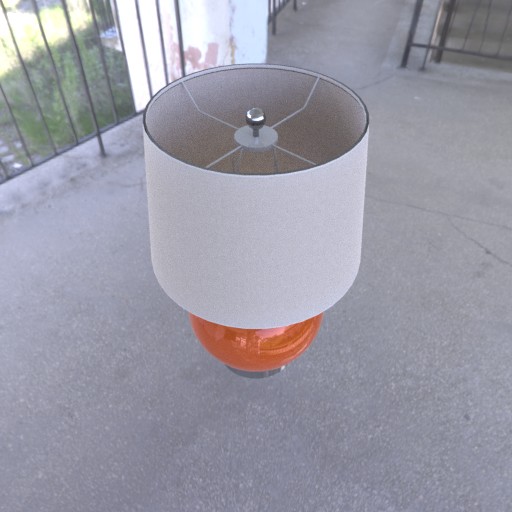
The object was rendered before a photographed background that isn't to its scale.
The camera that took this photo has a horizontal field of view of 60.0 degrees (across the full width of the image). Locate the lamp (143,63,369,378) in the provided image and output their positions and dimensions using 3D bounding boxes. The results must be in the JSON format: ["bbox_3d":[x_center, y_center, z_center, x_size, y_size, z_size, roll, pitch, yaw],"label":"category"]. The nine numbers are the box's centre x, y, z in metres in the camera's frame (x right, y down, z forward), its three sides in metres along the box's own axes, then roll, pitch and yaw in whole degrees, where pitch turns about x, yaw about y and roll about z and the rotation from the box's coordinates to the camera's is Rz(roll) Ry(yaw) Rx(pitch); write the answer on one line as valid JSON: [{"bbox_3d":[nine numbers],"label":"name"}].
[{"bbox_3d":[0.000,0.000,0.545,0.247,0.387,0.247,0,46,0],"label":"lamp"}]
